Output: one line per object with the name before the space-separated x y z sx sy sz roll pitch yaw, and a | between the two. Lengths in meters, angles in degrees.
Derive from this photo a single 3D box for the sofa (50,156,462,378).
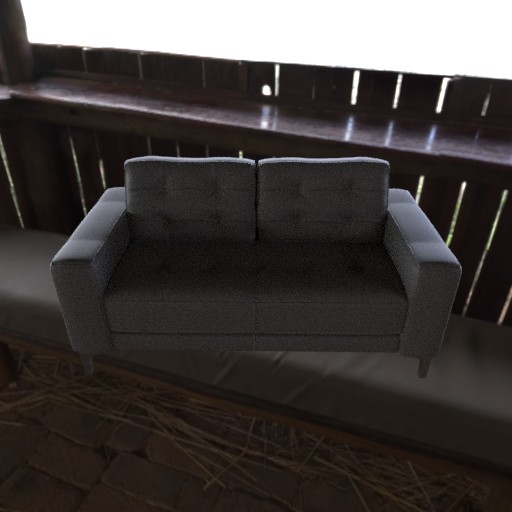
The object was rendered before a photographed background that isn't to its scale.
sofa | 0.000 0.000 2.240 1.726 0.892 0.833 0 31 1
